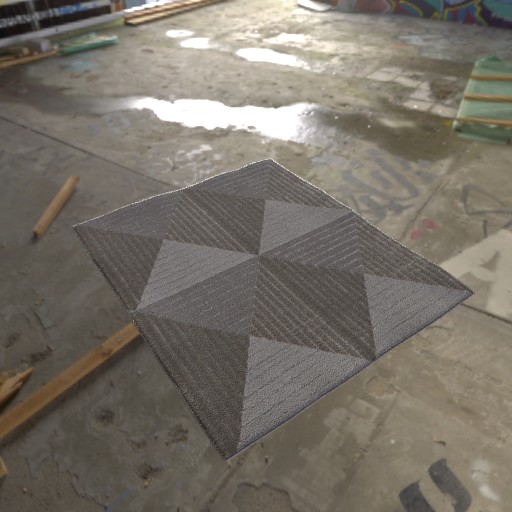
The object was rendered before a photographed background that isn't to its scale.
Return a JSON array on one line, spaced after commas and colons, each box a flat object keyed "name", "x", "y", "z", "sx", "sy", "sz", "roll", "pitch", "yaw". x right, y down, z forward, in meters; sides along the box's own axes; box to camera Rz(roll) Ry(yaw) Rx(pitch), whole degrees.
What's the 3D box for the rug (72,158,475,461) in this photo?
[{"name": "rug", "x": 0.000, "y": 0.000, "z": 0.894, "sx": 0.551, "sy": 0.008, "sz": 0.642, "roll": -24, "pitch": 46, "yaw": -26}]
